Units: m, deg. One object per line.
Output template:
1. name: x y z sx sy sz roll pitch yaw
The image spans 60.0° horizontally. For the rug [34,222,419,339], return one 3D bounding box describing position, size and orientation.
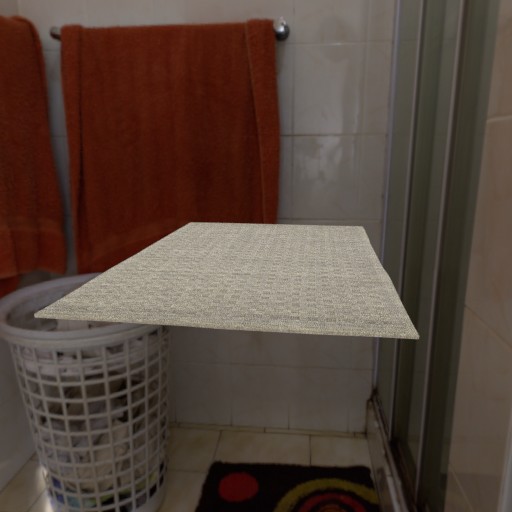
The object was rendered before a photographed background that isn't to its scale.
1. rug: 0.000 0.000 2.816 1.532 0.018 2.297 2 14 8
